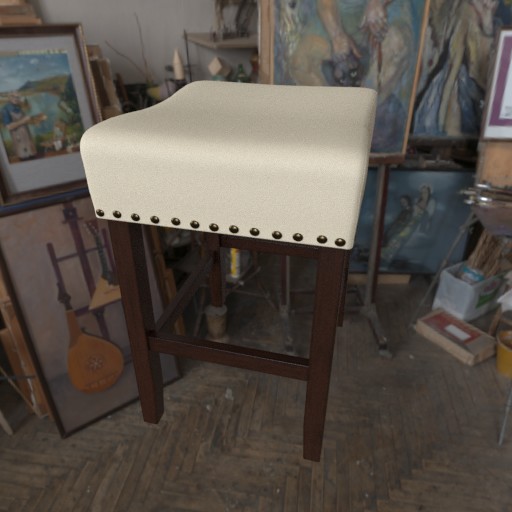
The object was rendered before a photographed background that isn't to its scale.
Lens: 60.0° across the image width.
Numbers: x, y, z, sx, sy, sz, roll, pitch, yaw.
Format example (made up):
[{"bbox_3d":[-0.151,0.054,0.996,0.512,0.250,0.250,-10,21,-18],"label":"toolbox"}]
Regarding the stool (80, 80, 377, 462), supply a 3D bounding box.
[{"bbox_3d":[0.000,0.000,0.913,0.401,0.609,0.471,8,31,13],"label":"stool"}]
